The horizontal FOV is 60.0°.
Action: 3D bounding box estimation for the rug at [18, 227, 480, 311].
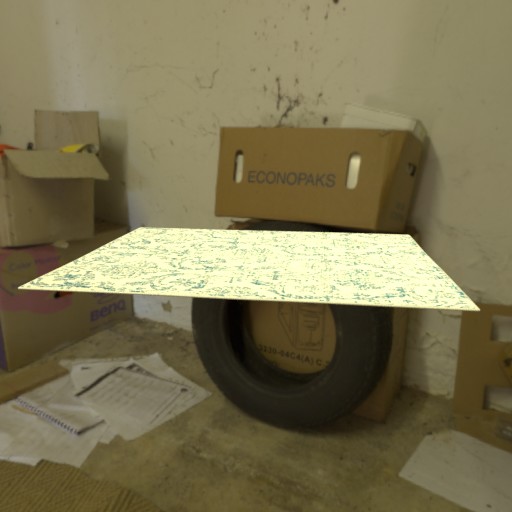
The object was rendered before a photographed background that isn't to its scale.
[{"bbox_3d":[0.000,0.000,2.839,2.197,0.014,1.586,2,15,8],"label":"rug"}]
